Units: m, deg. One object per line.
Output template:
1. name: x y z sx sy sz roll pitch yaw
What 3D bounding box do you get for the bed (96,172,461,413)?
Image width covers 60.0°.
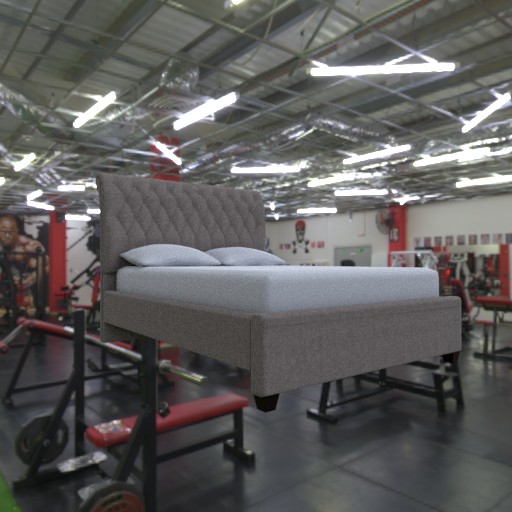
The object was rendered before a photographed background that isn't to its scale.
1. bed: 0.000 0.000 3.267 1.645 1.371 2.252 0 -1 -37
